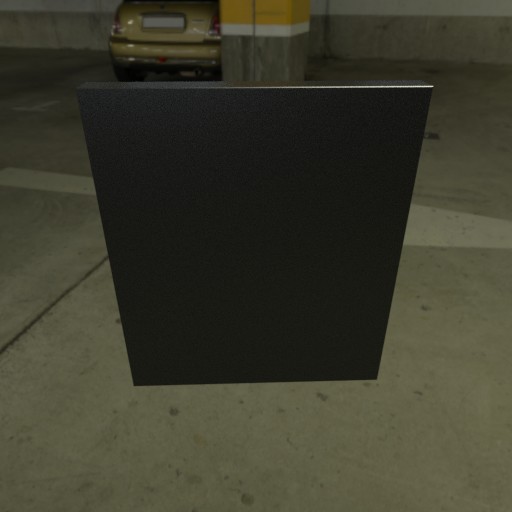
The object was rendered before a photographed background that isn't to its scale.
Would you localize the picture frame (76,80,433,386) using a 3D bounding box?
[{"bbox_3d":[0.000,0.000,0.516,0.328,0.378,0.034,-1,30,-2],"label":"picture frame"}]
